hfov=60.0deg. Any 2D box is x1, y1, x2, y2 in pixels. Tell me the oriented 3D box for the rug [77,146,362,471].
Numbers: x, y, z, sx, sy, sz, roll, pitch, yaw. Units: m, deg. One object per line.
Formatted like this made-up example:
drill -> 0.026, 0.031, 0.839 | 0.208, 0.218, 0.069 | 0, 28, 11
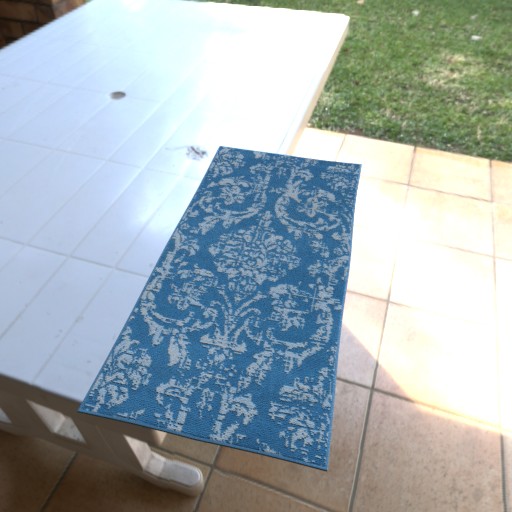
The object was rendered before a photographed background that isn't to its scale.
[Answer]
rug -> 0.000, 0.000, 1.435 | 0.604, 0.007, 1.219 | 9, 46, 9
